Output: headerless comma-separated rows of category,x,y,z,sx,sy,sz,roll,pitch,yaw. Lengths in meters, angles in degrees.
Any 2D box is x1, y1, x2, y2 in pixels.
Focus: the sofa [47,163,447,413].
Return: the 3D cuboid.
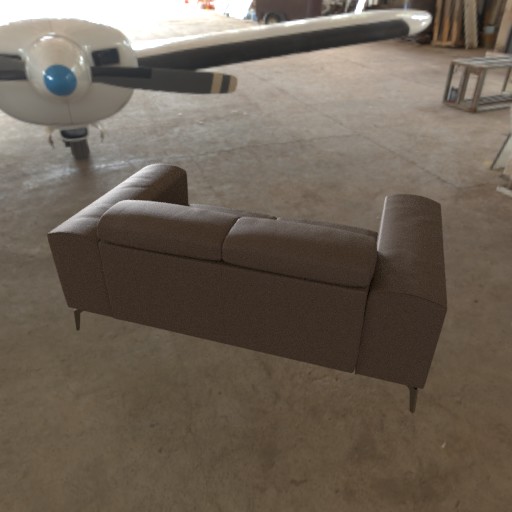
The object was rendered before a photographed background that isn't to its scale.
sofa,0.000,0.000,2.460,1.895,0.779,1.003,10,34,15
